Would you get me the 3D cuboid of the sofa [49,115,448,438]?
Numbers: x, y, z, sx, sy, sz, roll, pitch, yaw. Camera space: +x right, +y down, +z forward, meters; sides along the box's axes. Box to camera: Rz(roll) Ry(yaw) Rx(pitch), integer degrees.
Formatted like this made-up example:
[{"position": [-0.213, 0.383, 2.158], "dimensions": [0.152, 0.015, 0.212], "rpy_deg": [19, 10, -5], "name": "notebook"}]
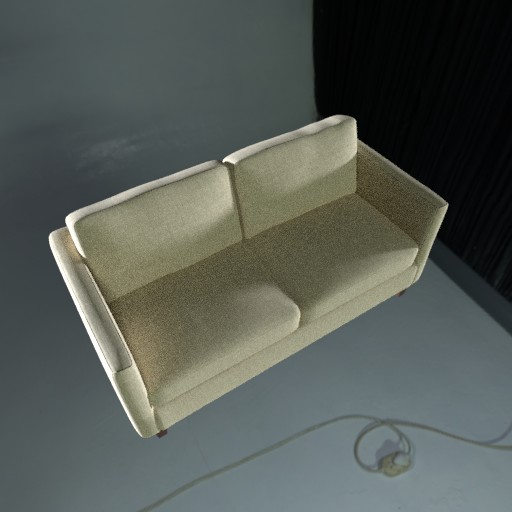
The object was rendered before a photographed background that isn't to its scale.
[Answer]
[{"position": [0.000, 0.000, 2.456], "dimensions": [1.884, 0.963, 0.950], "rpy_deg": [-25, 52, -22], "name": "sofa"}]
